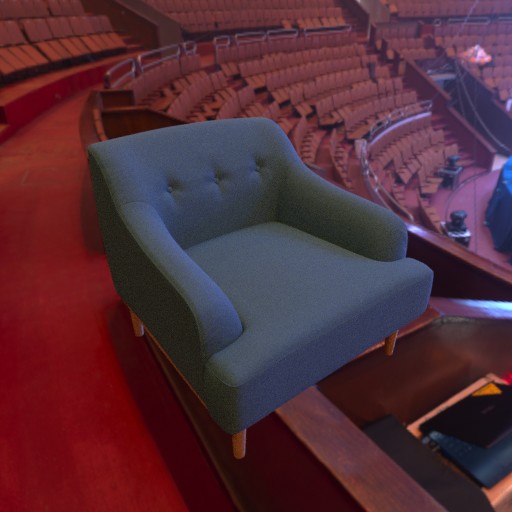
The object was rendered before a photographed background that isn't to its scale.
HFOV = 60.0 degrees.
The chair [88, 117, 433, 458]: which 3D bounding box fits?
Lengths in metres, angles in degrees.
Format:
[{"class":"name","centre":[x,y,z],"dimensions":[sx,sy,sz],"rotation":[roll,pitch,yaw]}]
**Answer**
[{"class":"chair","centre":[0.000,0.000,1.650],"dimensions":[0.946,0.818,0.951],"rotation":[-21,35,-33]}]
